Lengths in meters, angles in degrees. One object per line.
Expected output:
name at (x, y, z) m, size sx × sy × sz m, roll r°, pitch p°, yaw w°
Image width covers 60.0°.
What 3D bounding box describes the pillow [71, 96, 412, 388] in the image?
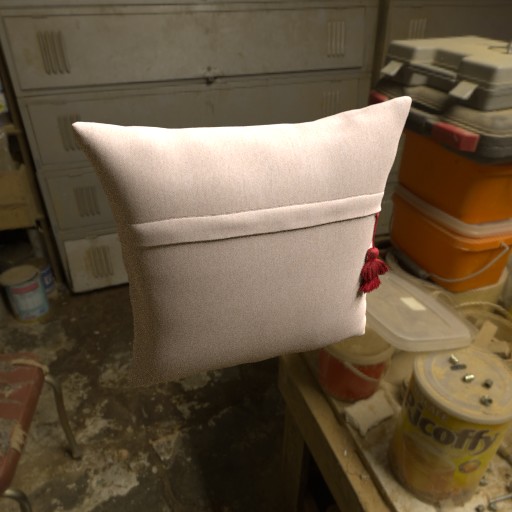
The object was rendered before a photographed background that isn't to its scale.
pillow at (0.000, 0.000, 0.664) m, size 0.433 × 0.436 × 0.173 m, roll -10°, pitch 33°, yaw -15°
